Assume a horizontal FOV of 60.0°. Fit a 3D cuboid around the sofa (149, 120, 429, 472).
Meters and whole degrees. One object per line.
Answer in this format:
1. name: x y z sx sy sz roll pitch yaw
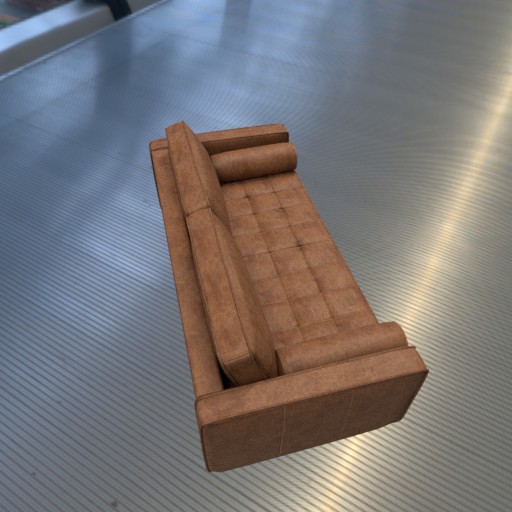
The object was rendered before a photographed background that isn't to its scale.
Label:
1. sofa: 0.000 0.000 2.395 0.924 0.825 1.920 -11 47 -10
